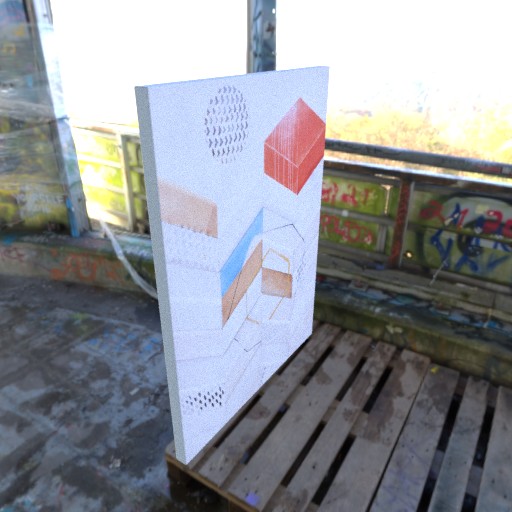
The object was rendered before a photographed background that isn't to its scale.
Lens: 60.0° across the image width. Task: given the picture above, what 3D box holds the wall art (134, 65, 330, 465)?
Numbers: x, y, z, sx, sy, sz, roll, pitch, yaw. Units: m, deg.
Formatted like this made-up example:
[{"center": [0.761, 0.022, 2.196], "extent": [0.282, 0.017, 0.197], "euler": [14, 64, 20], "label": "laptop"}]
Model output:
[{"center": [0.000, 0.000, 1.600], "extent": [0.046, 1.221, 0.914], "euler": [17, 31, 30], "label": "wall art"}]
